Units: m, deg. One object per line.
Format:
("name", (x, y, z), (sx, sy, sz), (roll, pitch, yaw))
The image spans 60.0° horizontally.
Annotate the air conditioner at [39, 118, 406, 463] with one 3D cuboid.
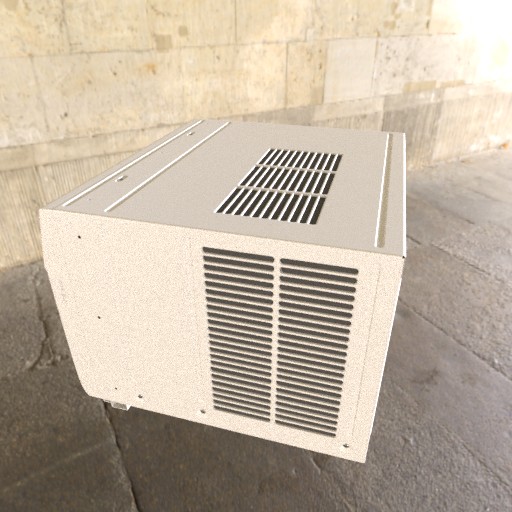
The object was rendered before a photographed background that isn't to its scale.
("air conditioner", (0.000, 0.000, 1.035), (0.599, 0.455, 0.645), (8, 31, 14))
